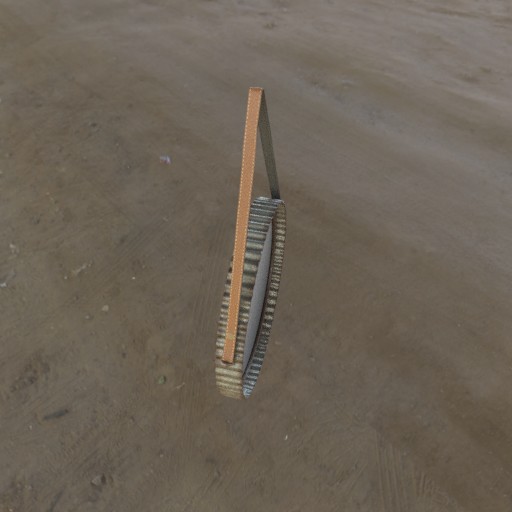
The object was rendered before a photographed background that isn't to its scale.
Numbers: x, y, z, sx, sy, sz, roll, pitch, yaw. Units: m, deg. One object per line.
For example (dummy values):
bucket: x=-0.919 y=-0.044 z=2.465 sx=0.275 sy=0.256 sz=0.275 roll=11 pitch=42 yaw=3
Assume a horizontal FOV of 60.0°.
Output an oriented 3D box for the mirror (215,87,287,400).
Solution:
mirror: x=0.000 y=0.000 z=0.722 sx=0.042 sy=0.568 sz=0.355 roll=10 pitch=47 yaw=9
